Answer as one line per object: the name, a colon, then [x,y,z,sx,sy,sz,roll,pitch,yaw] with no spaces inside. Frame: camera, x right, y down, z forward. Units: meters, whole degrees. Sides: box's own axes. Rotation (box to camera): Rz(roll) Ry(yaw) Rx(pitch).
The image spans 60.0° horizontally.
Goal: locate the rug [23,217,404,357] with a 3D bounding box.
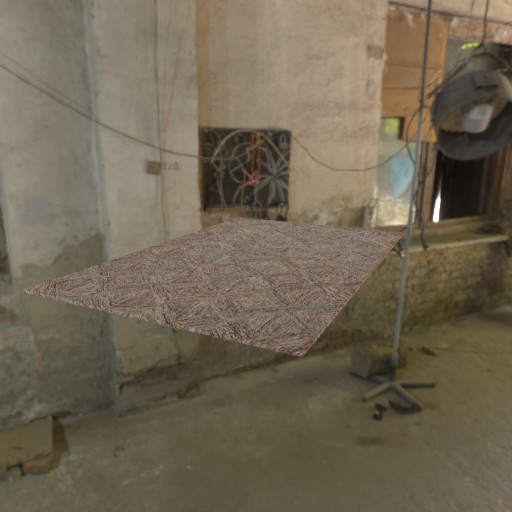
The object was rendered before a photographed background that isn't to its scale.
rug: [0.000,0.000,2.920,1.523,0.019,2.285,8,17,26]
